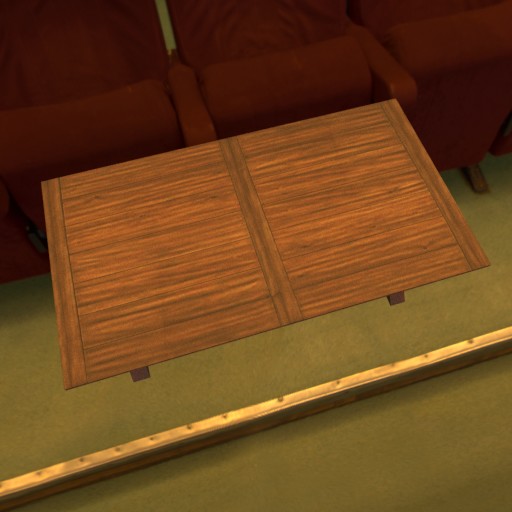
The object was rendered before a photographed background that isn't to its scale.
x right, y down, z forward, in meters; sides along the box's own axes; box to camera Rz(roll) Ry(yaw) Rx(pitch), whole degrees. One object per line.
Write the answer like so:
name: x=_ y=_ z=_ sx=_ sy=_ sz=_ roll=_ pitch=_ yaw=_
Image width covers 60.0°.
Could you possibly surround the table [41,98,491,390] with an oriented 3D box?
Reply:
table: x=0.000 y=0.000 z=2.519 sx=1.966 sy=0.793 sz=1.071 roll=-15 pitch=66 yaw=-7
